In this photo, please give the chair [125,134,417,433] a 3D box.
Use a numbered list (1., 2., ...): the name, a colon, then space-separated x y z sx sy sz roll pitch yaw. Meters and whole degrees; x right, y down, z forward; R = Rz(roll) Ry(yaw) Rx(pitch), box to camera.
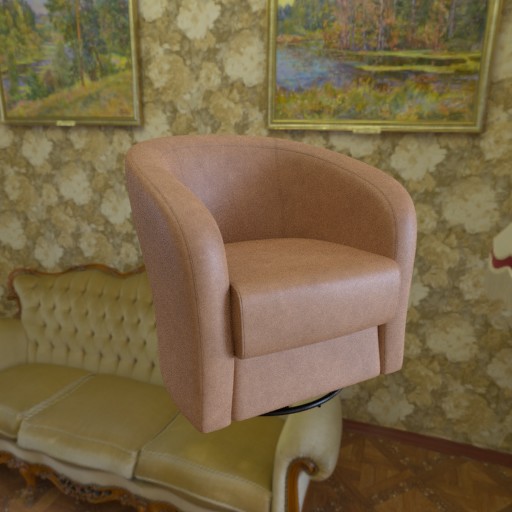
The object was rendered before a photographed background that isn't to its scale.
1. chair: 0.000 0.000 1.460 0.791 0.771 0.815 -8 17 -27
